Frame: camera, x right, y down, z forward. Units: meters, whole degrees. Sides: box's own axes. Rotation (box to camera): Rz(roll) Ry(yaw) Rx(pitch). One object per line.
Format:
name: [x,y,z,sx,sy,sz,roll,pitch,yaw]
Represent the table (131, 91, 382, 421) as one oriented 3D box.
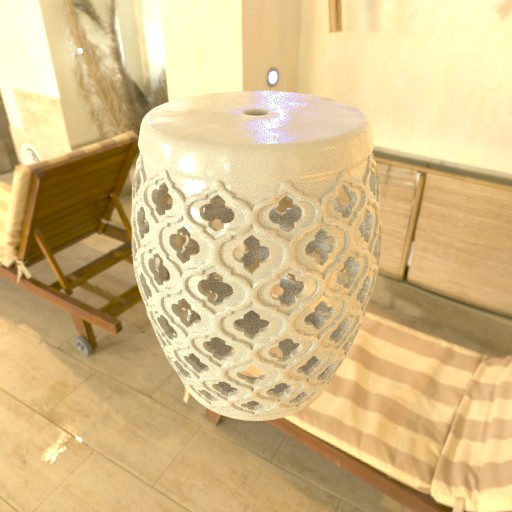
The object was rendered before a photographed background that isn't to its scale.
table: [0.000,0.000,0.611,0.325,0.388,0.325,0,31,0]
